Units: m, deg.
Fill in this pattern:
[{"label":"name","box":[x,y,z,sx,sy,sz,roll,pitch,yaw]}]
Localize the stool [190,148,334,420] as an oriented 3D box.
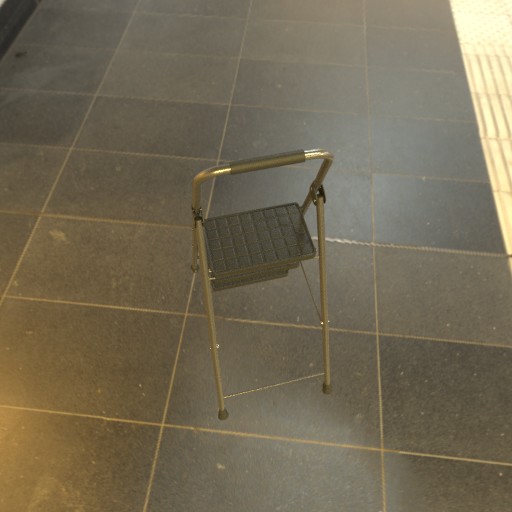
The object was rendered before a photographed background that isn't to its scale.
[{"label":"stool","box":[0.000,0.000,1.479,0.473,1.121,0.733,-11,58,-7]}]
